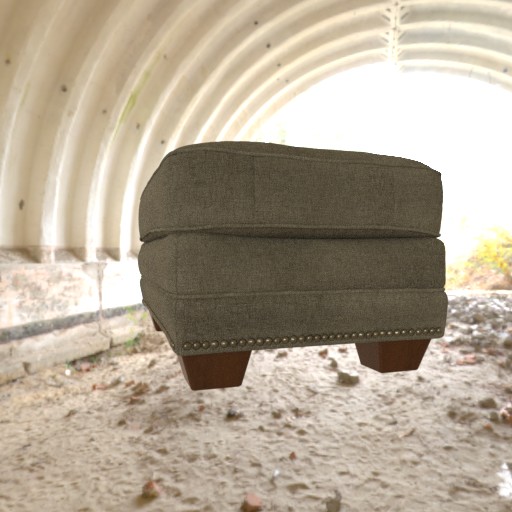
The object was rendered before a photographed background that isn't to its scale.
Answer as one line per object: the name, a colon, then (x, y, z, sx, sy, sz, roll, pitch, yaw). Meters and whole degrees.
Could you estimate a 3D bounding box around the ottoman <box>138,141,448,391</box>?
ottoman: (0.000, 0.000, 1.144, 0.561, 0.457, 0.813, 0, 0, -18)
